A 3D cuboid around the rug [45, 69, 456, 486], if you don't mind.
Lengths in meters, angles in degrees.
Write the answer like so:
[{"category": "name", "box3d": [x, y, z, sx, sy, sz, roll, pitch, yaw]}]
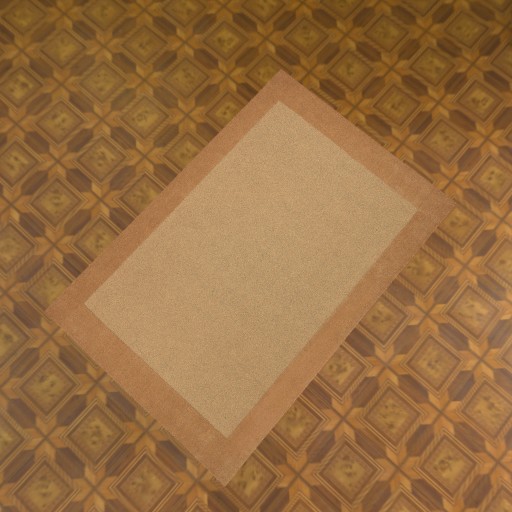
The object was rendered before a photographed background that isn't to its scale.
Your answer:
[{"category": "rug", "box3d": [0.000, 0.000, 2.284, 1.219, 0.014, 1.829, 40, 80, 8]}]
